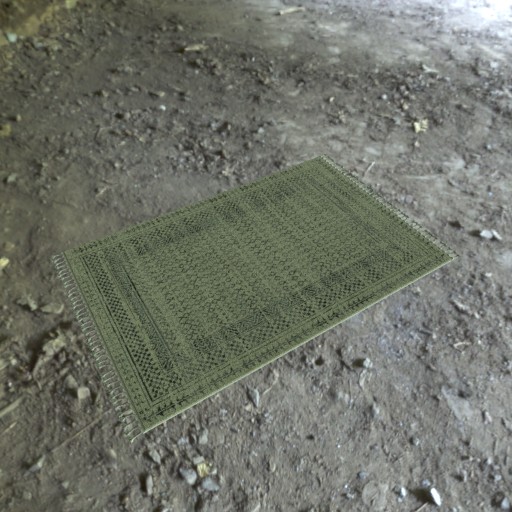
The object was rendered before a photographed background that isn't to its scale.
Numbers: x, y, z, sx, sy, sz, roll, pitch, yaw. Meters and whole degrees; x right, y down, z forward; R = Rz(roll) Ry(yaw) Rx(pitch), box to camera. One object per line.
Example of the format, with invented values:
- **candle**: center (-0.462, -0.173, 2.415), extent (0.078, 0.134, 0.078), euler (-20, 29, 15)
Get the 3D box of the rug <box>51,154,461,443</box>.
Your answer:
- **rug**: center (0.000, 0.000, 3.123), extent (2.486, 0.013, 1.548), euler (-24, 50, -22)
